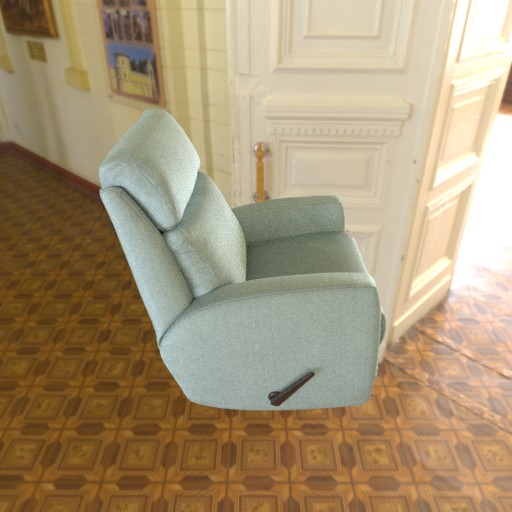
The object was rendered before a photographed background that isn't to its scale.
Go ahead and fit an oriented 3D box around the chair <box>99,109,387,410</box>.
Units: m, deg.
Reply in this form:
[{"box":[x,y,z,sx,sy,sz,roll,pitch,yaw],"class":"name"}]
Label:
[{"box":[0.000,0.000,1.729,0.940,1.013,0.812,0,31,0],"class":"chair"}]
